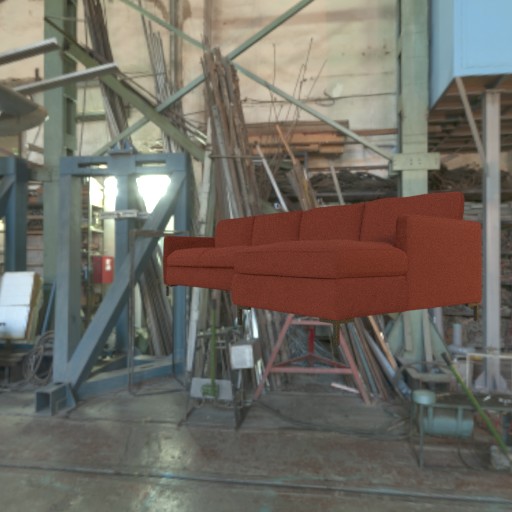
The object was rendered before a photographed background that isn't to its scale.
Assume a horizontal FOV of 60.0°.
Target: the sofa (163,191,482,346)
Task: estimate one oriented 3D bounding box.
[{"bbox_3d":[0.000,0.000,3.475,1.350,0.810,2.932,0,0,-37],"label":"sofa"}]
